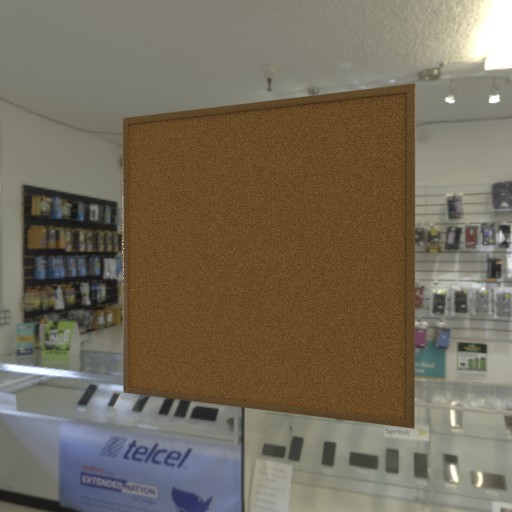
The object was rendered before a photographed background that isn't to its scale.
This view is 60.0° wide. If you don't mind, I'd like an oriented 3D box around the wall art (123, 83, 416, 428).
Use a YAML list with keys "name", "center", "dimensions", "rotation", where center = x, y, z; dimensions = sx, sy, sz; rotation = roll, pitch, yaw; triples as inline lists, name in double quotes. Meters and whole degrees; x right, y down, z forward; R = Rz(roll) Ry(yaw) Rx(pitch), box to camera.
- name: "wall art"
  center: [0.000, 0.000, 0.748]
  dimensions: [0.505, 0.505, 0.037]
  rotation: [0, 0, 19]
